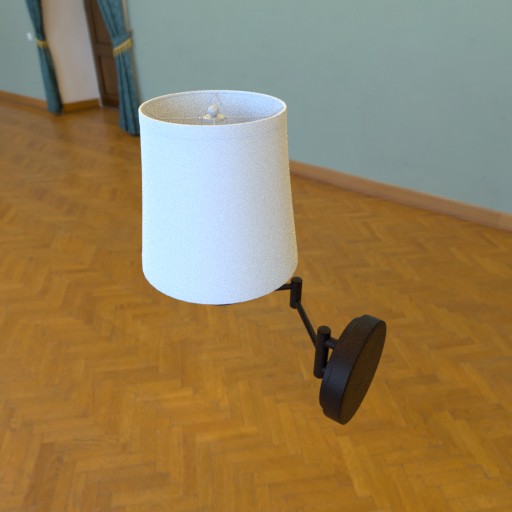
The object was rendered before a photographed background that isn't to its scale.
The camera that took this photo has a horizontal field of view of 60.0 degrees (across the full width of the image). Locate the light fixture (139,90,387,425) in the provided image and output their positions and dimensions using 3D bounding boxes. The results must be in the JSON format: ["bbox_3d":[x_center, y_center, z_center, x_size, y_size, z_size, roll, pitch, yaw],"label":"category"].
[{"bbox_3d":[0.000,0.000,0.271,0.157,0.172,0.100,20,37,29],"label":"light fixture"}]
